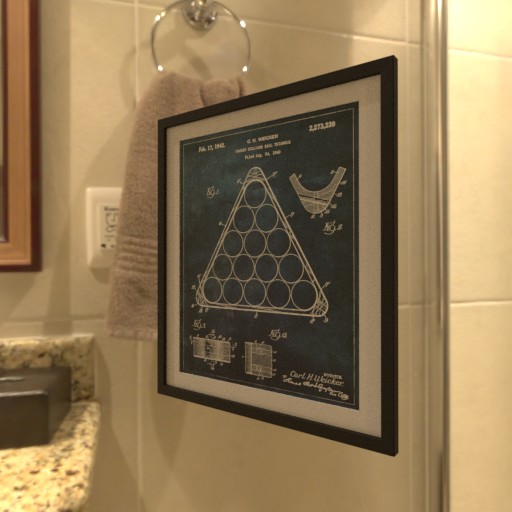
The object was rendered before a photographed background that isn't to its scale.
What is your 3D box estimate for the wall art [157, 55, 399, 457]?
[{"bbox_3d":[0.000,0.000,1.185,0.755,0.863,0.028,0,0,37],"label":"wall art"}]
